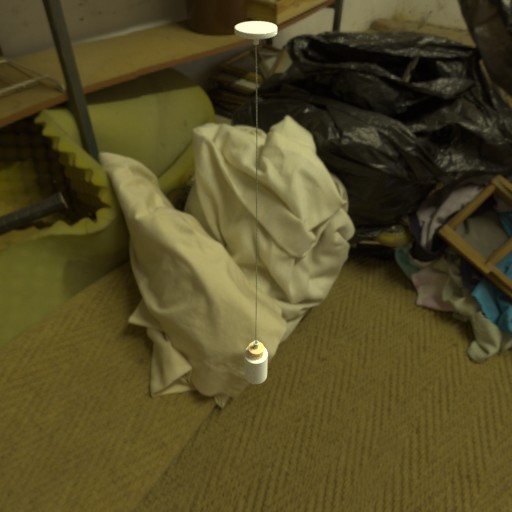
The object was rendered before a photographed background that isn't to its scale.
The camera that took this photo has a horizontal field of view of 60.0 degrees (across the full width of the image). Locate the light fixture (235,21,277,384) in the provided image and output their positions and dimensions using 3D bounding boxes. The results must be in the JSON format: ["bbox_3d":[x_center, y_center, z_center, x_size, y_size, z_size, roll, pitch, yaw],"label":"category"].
[{"bbox_3d":[0.000,0.000,1.893,0.125,1.798,0.125,11,43,12],"label":"light fixture"}]
